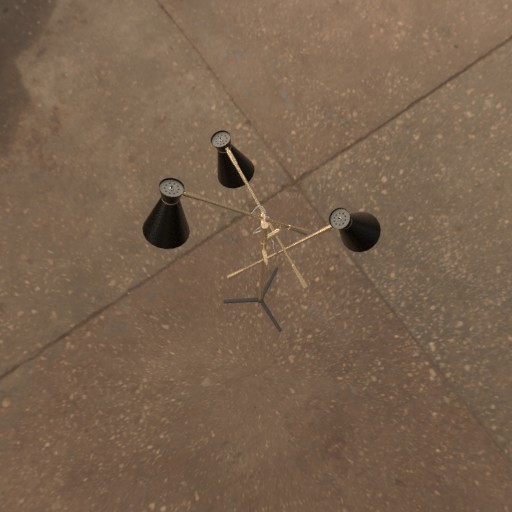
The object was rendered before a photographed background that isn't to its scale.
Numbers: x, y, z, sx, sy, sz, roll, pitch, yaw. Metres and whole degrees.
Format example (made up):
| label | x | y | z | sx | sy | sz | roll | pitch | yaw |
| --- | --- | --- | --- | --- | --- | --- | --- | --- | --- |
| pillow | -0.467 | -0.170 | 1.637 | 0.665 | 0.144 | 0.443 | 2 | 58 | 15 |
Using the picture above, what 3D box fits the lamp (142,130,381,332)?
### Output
| label | x | y | z | sx | sy | sz | roll | pitch | yaw |
| --- | --- | --- | --- | --- | --- | --- | --- | --- | --- |
| lamp | 0.000 | 0.000 | 2.173 | 0.750 | 1.804 | 0.653 | -32 | 77 | -8 |
